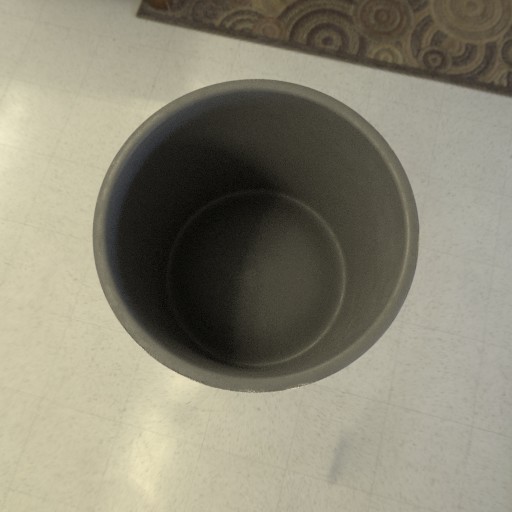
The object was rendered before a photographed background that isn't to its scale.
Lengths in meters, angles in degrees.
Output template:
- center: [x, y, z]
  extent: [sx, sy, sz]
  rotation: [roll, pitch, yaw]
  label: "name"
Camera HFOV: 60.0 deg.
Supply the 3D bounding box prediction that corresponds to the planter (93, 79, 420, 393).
- center: [0.000, 0.000, 0.396]
  extent: [0.226, 0.201, 0.226]
  rotation: [0, 77, 0]
  label: "planter"
